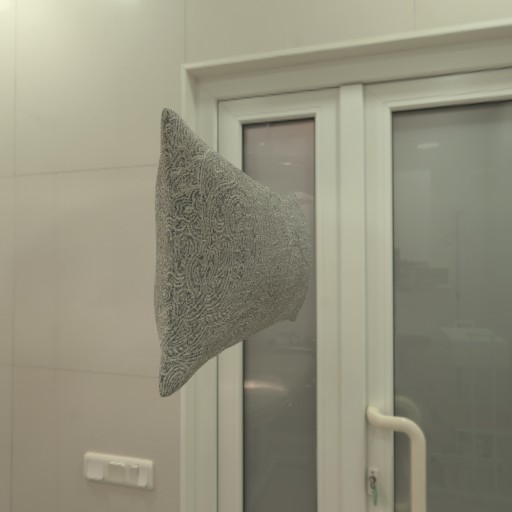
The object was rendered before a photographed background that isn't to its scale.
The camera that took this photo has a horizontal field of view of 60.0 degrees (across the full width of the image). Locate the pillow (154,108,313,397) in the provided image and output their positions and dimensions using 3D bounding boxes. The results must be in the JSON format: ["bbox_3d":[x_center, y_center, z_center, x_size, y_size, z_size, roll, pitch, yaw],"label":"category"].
[{"bbox_3d":[0.000,0.000,0.737,0.151,0.295,0.615,0,-1,17],"label":"pillow"}]
